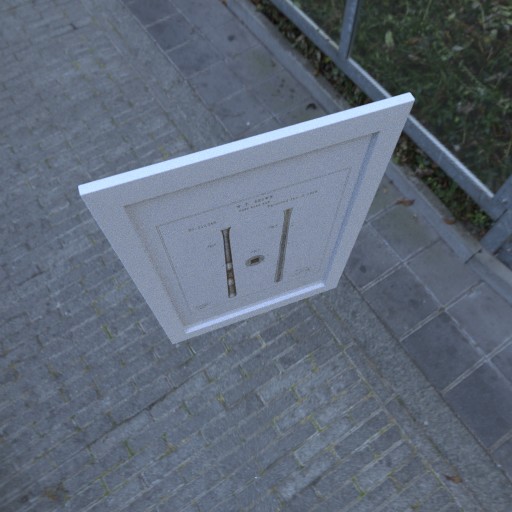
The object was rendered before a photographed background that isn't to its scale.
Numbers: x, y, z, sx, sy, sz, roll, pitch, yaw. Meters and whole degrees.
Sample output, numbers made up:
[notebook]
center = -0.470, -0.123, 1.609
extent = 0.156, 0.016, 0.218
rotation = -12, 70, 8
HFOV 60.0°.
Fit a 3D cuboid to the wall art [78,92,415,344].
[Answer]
[wall art]
center = 0.000, 0.000, 0.627
extent = 0.329, 0.482, 0.011
rotation = -18, 65, -9
